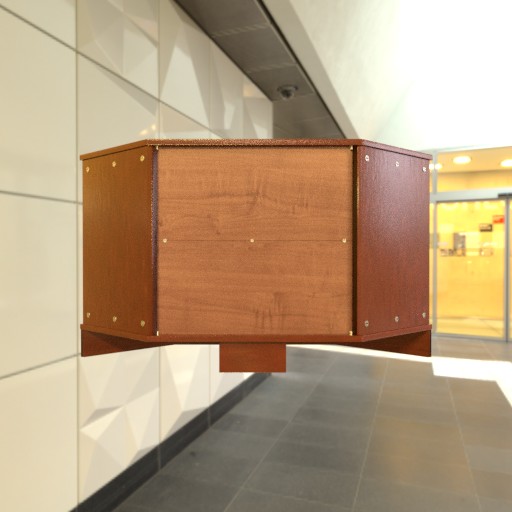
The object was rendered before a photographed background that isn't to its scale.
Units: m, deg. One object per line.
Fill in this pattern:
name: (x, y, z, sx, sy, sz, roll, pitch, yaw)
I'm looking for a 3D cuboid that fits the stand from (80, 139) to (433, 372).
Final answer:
stand: (0.000, 0.000, 1.347, 1.072, 0.614, 0.381, 0, 0, 0)
